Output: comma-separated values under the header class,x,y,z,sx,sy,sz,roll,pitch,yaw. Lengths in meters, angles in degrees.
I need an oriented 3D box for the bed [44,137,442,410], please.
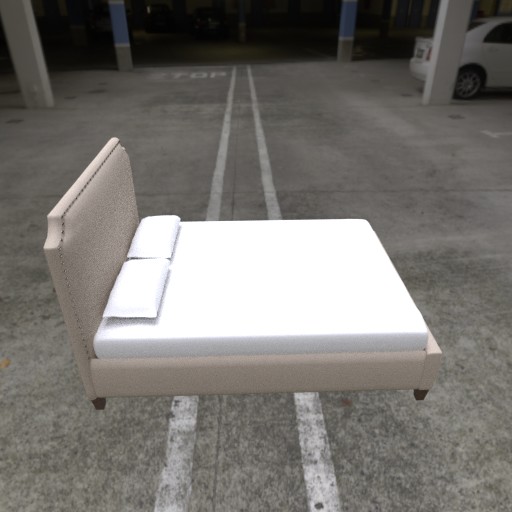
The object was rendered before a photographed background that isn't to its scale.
class,x,y,z,sx,sy,sz,roll,pitch,yaw
bed,0.000,0.000,3.402,2.372,1.443,1.713,-1,31,-2
